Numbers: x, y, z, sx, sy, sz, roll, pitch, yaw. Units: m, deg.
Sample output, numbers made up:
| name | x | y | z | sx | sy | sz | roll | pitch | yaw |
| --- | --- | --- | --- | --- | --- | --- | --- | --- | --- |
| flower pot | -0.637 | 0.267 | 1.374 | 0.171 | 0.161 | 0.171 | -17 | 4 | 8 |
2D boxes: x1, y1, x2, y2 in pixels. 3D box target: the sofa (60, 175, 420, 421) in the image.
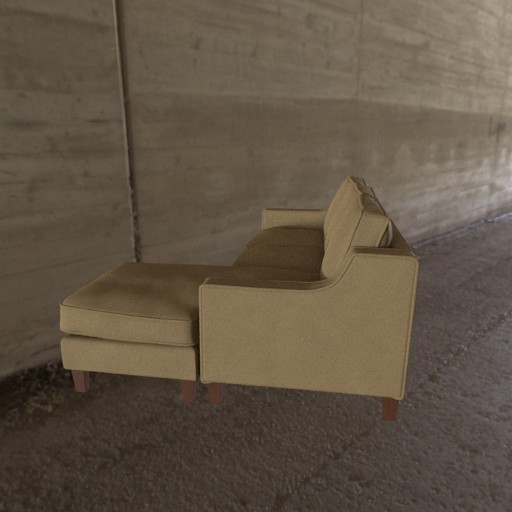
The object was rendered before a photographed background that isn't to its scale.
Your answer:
| name | x | y | z | sx | sy | sz | roll | pitch | yaw |
| --- | --- | --- | --- | --- | --- | --- | --- | --- | --- |
| sofa | 0.000 | 0.000 | 3.288 | 1.858 | 1.066 | 2.317 | 3 | 16 | 9 |
